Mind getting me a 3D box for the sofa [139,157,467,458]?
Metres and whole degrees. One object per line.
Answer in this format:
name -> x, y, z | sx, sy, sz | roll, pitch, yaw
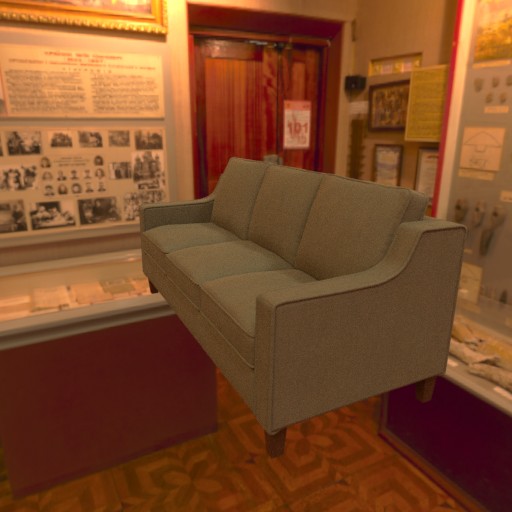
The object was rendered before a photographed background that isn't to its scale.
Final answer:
sofa -> 0.000, 0.000, 2.521 | 0.911, 0.974, 1.986 | -8, 19, -25
